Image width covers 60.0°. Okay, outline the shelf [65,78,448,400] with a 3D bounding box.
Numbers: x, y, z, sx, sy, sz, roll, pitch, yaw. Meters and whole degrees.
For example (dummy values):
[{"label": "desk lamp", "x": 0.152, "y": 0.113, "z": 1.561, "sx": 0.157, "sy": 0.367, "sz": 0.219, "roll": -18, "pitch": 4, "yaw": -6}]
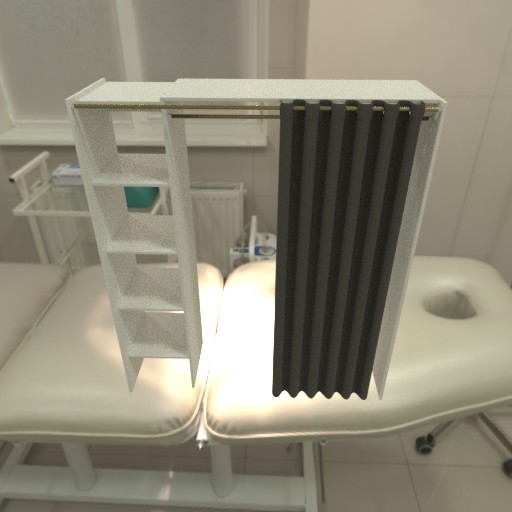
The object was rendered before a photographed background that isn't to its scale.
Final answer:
[{"label": "shelf", "x": 0.000, "y": 0.000, "z": 2.519, "sx": 1.600, "sy": 1.810, "sz": 0.500, "roll": 1, "pitch": 32, "yaw": 2}]
